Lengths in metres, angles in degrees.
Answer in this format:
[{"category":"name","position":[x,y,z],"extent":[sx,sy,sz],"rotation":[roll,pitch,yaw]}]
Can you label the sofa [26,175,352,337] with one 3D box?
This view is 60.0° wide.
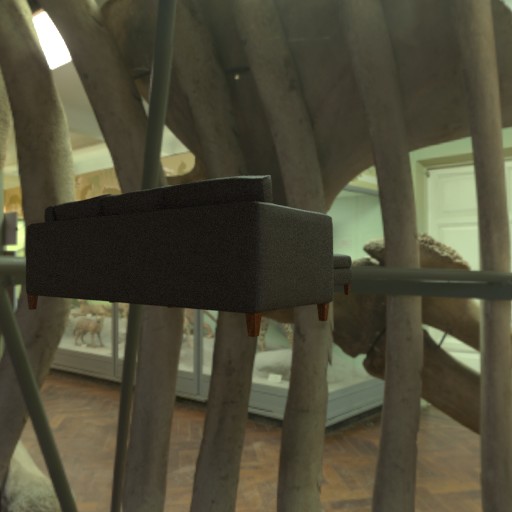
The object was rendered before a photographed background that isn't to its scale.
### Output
[{"category":"sofa","position":[0.000,0.000,4.544],"extent":[2.594,0.961,3.460],"rotation":[-1,-1,36]}]
